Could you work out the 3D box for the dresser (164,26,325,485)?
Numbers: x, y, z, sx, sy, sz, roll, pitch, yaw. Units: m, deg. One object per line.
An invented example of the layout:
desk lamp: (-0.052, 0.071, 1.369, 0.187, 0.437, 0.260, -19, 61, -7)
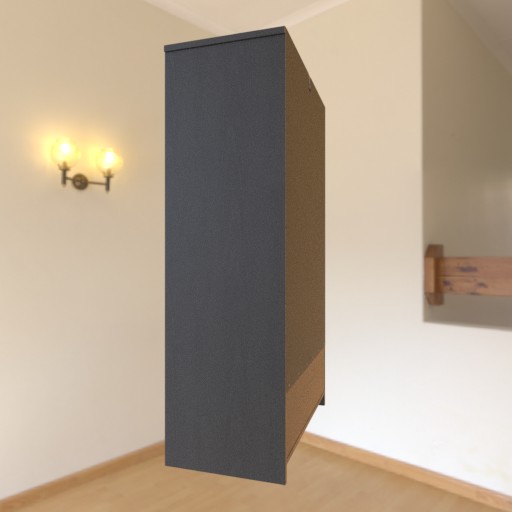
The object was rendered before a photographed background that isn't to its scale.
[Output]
dresser: (0.000, 0.000, 1.602, 0.399, 1.255, 0.704, 0, 0, 18)
